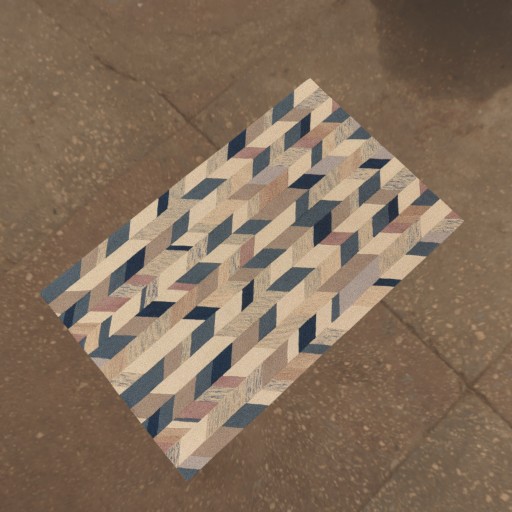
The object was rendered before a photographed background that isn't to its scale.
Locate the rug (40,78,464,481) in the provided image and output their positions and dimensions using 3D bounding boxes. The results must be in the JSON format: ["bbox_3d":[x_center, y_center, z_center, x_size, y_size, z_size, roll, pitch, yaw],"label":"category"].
[{"bbox_3d":[0.000,0.000,2.933,2.423,0.008,1.513,-41,79,-10],"label":"rug"}]
